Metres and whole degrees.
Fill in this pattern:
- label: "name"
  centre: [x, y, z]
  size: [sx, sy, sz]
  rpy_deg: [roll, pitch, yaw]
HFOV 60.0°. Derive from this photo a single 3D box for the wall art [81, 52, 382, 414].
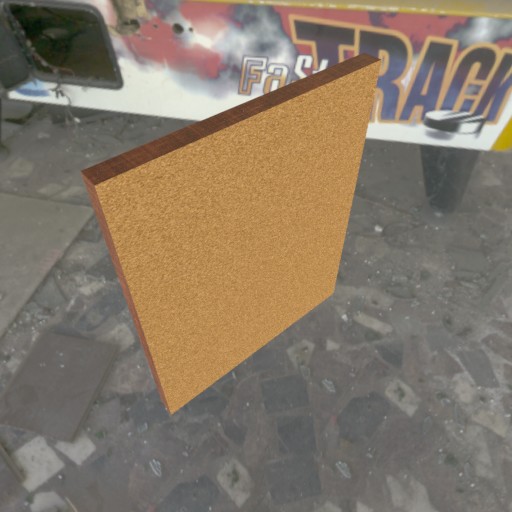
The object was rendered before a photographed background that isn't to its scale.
- label: "wall art"
  centre: [0.000, 0.000, 0.778]
  size: [0.467, 0.567, 0.033]
  rpy_deg: [-32, 55, -26]
